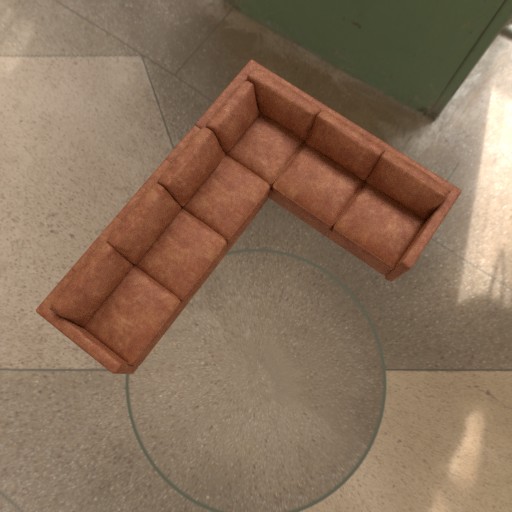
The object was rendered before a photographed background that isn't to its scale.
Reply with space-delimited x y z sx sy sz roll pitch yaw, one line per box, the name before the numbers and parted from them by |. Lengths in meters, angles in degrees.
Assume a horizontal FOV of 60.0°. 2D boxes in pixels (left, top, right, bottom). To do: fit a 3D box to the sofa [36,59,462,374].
sofa | 0.000 0.000 4.209 2.438 0.838 3.167 35 78 9
